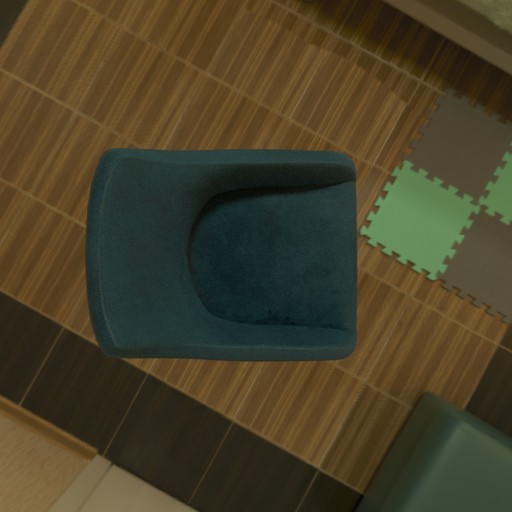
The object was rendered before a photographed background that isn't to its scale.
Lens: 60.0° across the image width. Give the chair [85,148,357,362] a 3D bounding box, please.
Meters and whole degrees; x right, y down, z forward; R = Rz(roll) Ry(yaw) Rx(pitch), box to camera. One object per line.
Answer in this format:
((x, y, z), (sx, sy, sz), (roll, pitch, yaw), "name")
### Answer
((0.000, 0.000, 1.553), (0.794, 1.081, 0.683), (0, 89, 0), "chair")
